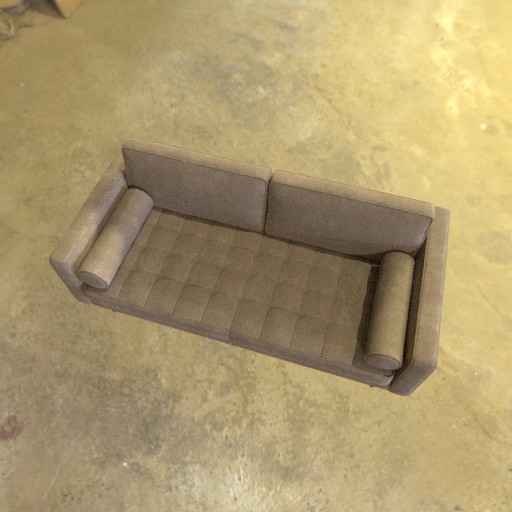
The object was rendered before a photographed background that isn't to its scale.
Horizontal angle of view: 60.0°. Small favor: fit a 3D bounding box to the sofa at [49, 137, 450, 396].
[{"bbox_3d":[0.000,0.000,2.365,1.883,0.769,0.920,14,58,9],"label":"sofa"}]
